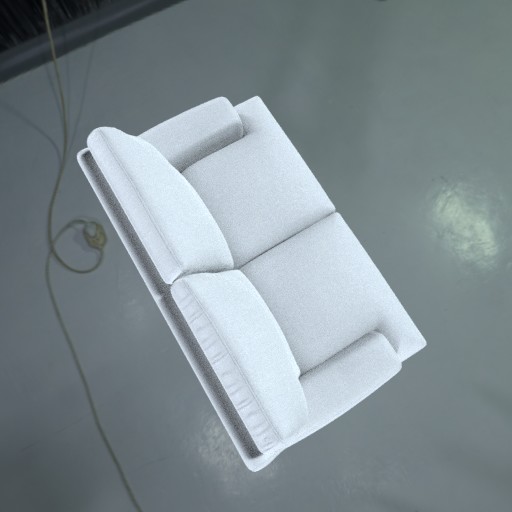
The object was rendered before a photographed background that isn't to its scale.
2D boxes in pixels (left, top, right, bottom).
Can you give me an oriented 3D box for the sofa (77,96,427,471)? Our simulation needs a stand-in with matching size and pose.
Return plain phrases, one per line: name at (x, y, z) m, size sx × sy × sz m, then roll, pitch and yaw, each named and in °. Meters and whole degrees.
sofa at (0.000, 0.000, 2.496) m, size 1.143 × 0.940 × 1.880 m, roll -30°, pitch 78°, yaw -7°
